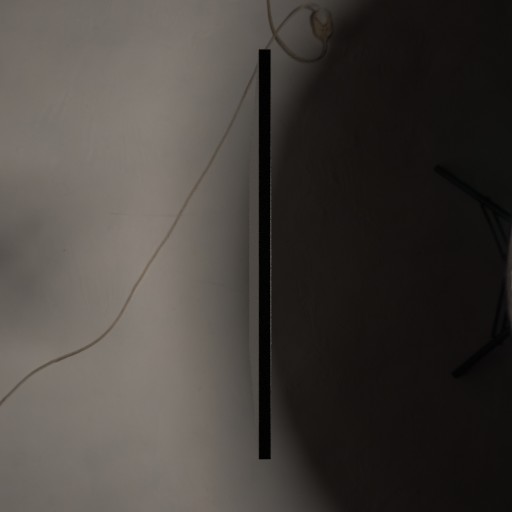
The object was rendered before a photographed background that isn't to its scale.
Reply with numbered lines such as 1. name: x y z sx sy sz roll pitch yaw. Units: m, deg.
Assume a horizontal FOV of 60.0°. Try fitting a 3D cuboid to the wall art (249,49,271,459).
1. wall art: 0.000 0.000 0.768 0.013 0.582 0.442 0 89 -2
